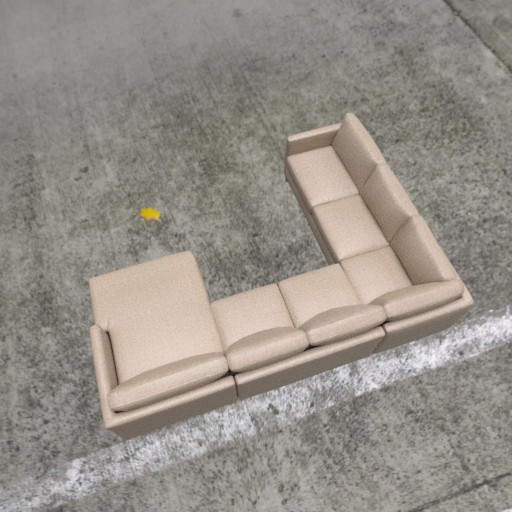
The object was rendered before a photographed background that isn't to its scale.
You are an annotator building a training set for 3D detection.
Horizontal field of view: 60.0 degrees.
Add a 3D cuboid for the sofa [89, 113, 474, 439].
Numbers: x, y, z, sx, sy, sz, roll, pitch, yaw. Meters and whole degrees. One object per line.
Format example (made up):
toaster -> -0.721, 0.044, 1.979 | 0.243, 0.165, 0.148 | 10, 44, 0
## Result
sofa -> 0.000, 0.000, 4.645 | 3.460, 0.961, 2.594 | -16, 61, -9
